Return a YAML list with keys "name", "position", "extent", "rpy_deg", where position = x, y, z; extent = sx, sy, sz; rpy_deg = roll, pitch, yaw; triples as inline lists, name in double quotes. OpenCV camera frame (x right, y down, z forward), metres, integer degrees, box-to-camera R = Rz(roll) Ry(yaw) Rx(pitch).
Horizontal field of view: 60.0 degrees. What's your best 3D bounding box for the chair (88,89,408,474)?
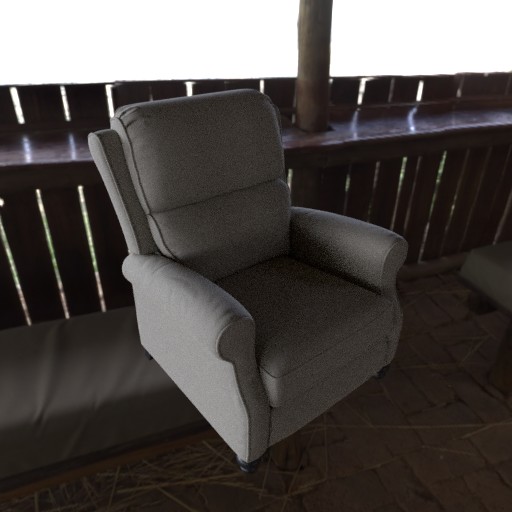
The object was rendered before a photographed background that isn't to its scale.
- name: "chair"
  position: [0.000, 0.000, 1.661]
  extent: [0.859, 1.046, 0.919]
  rpy_deg: [-22, 37, -33]
